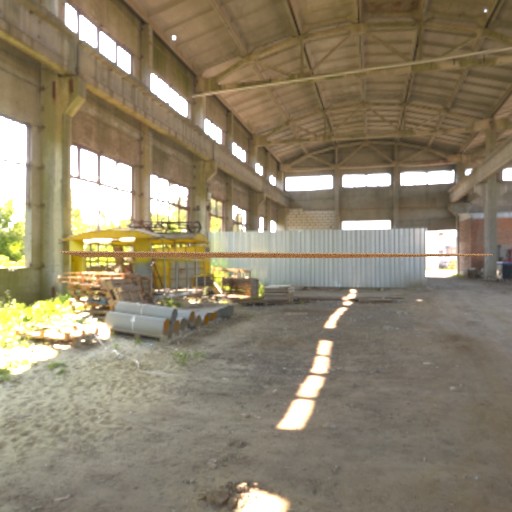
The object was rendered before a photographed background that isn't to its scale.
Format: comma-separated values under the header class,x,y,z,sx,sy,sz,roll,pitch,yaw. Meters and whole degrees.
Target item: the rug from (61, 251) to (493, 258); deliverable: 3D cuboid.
class,x,y,z,sx,sy,sz,roll,pitch,yaw
rug,0.000,0.000,4.024,3.048,0.013,2.439,0,-1,-19
